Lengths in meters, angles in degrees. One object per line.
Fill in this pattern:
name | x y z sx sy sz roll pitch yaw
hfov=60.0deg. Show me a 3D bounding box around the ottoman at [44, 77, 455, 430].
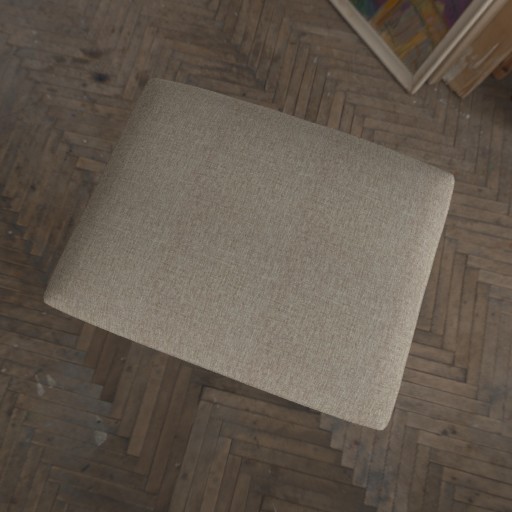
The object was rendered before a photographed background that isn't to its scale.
ottoman | 0.000 0.000 1.107 0.741 0.513 0.584 19 77 5
